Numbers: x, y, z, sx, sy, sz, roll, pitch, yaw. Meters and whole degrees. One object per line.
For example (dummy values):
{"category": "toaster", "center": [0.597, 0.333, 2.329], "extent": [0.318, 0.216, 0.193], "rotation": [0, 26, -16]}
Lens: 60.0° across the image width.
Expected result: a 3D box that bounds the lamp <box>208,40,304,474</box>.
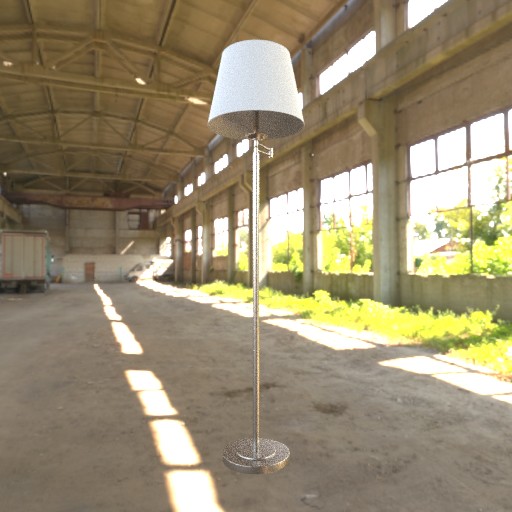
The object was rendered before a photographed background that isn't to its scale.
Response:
{"category": "lamp", "center": [0.000, 0.000, 1.625], "extent": [0.355, 1.473, 0.355], "rotation": [0, -1, 0]}
